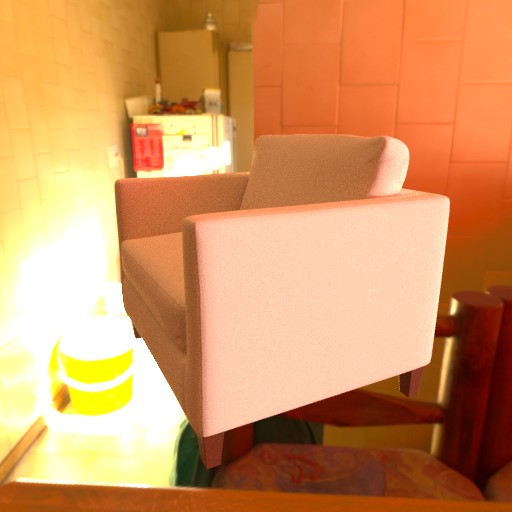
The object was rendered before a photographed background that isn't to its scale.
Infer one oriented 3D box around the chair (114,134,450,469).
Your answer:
[{"bbox_3d":[0.000,0.000,1.668,0.878,0.885,1.019,-8,18,-26],"label":"chair"}]
